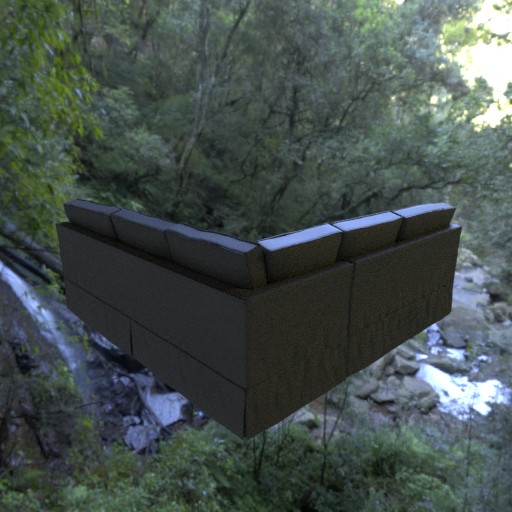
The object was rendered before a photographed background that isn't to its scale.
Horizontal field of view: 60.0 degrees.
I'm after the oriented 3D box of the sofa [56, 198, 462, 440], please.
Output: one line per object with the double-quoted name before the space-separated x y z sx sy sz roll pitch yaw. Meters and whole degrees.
"sofa" 0.000 0.000 4.061 2.618 1.081 2.623 -15 22 -41
